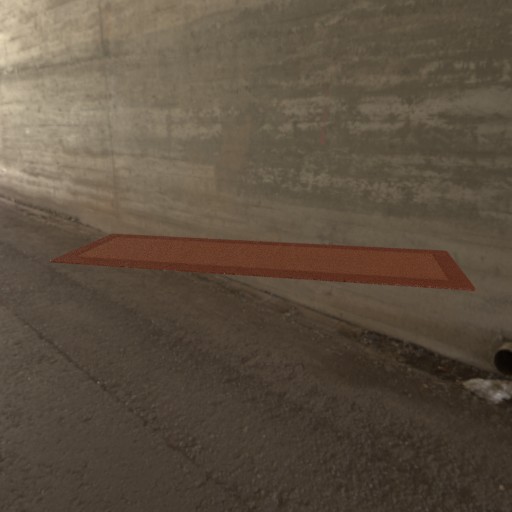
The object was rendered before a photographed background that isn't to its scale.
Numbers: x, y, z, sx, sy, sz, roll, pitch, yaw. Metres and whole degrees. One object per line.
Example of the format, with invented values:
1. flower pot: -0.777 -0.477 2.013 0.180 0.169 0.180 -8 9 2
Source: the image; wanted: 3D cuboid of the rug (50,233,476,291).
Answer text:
1. rug: 0.000 0.000 2.819 2.471 0.013 0.914 2 16 8
